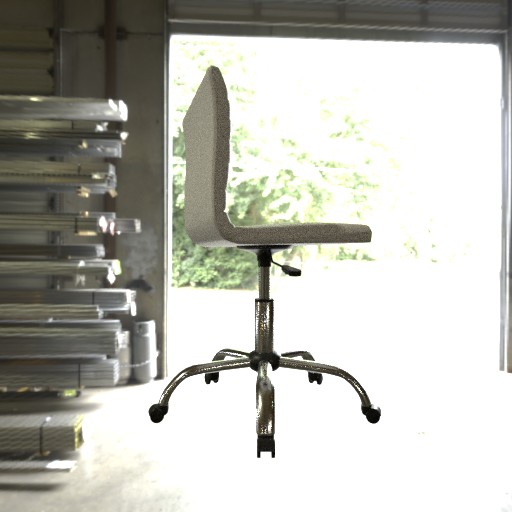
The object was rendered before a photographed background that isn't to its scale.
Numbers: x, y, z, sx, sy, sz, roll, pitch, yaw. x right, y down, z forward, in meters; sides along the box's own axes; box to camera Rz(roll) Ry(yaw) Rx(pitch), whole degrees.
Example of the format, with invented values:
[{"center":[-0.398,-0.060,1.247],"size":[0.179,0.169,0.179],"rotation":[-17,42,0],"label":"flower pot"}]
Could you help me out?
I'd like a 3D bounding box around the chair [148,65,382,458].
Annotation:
[{"center":[0.000,0.000,1.121],"size":[0.530,0.780,0.556],"rotation":[0,0,-17],"label":"chair"}]
